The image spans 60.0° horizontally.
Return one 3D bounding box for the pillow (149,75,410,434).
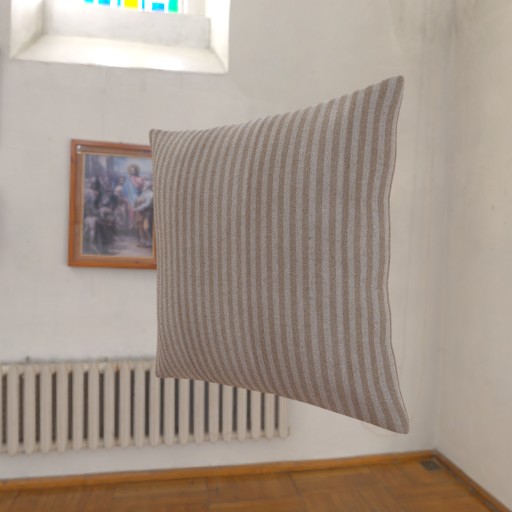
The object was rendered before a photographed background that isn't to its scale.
[{"bbox_3d":[0.000,0.000,0.768,0.523,0.510,0.166,1,2,35],"label":"pillow"}]
